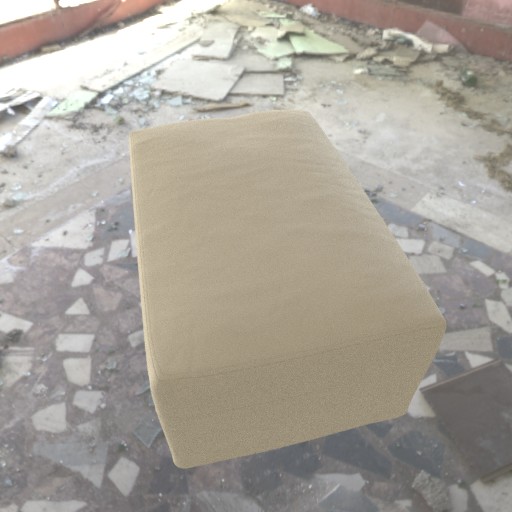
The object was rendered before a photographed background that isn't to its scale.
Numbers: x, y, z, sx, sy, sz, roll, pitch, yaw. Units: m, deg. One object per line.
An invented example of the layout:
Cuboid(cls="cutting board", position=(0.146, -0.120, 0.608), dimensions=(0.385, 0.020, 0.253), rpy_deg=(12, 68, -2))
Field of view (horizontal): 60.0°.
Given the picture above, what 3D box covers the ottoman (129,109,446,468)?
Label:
Cuboid(cls="ottoman", position=(0.000, 0.000, 1.183), dimensions=(0.590, 0.444, 0.872), rpy_deg=(-10, 47, -9))
